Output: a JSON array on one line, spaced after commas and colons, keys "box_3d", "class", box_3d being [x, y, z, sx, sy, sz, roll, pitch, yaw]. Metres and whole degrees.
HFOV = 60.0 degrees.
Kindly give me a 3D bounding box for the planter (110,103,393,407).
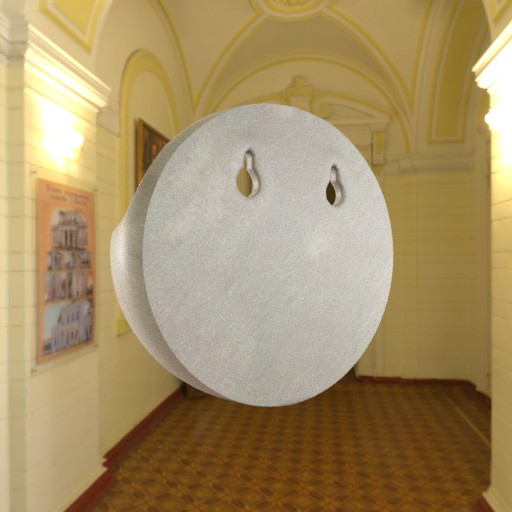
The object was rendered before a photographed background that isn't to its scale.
[{"box_3d": [0.000, 0.000, 0.272, 0.190, 0.164, 0.073, 0, 0, -37], "class": "planter"}]
